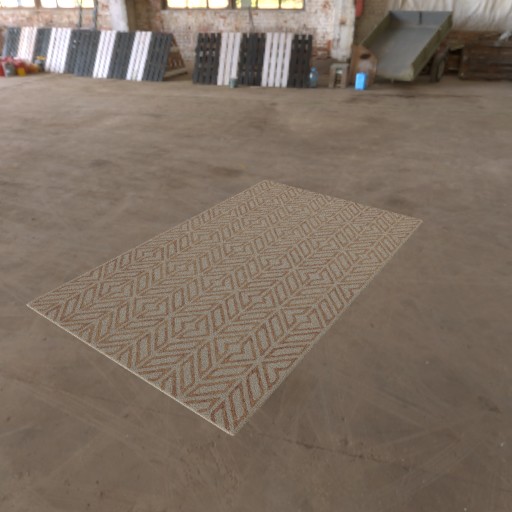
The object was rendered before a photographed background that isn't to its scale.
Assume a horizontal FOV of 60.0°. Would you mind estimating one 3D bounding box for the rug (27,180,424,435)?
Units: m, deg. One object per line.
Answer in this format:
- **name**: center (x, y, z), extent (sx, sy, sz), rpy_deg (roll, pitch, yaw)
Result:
- **rug**: center (0.000, 0.000, 3.023), extent (1.523, 0.008, 2.438), rpy_deg (20, 36, 30)
